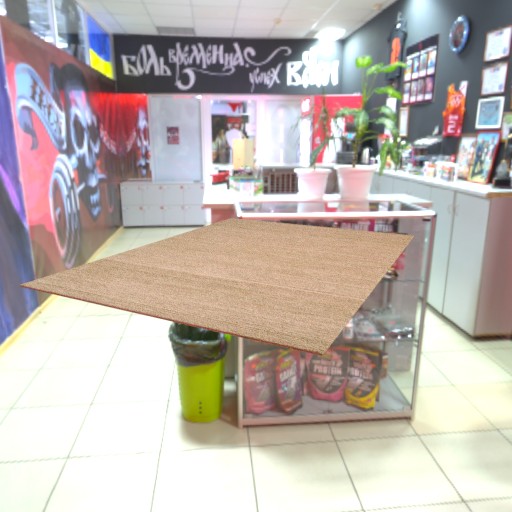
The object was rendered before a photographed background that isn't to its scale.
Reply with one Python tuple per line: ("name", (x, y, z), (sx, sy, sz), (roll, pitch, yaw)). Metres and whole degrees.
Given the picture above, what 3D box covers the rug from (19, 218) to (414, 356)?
("rug", (0.000, 0.000, 4.218), (2.425, 0.016, 3.198), (8, 17, 26))
